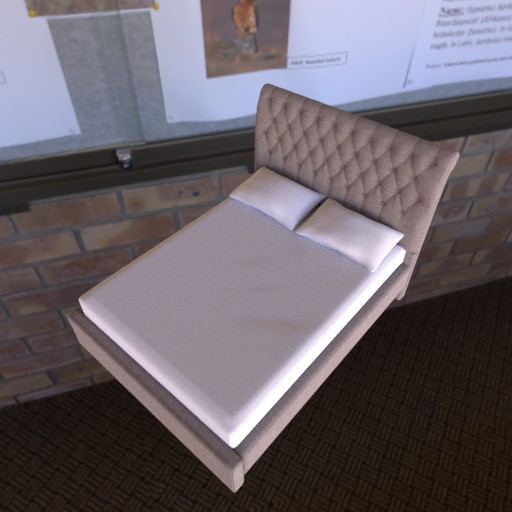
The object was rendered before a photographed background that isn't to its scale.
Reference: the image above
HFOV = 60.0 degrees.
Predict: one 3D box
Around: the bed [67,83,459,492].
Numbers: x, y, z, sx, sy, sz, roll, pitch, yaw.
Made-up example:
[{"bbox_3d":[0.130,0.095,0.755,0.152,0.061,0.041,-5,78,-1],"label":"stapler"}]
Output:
[{"bbox_3d":[0.000,0.000,3.177,1.645,1.371,2.252,31,52,28],"label":"bed"}]
